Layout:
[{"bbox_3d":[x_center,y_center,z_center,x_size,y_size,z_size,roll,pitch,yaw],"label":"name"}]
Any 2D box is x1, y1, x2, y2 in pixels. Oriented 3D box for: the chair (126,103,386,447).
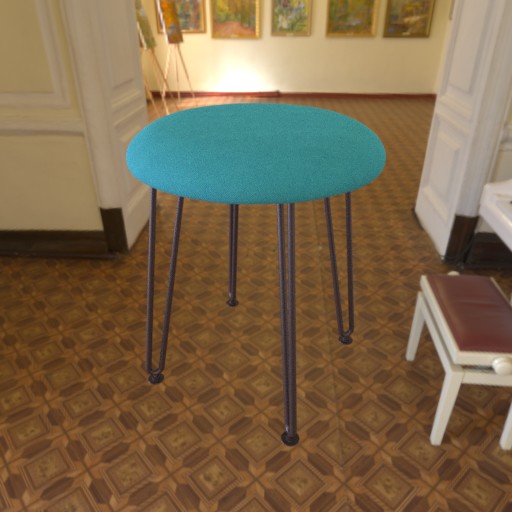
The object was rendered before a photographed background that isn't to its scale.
[{"bbox_3d":[0.000,0.000,0.701,0.350,0.430,0.350,8,31,14],"label":"chair"}]
